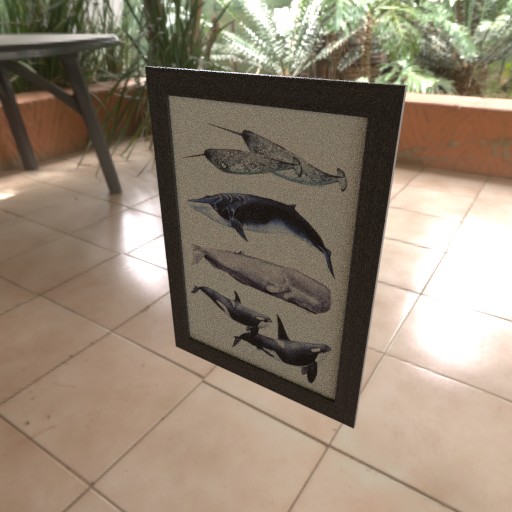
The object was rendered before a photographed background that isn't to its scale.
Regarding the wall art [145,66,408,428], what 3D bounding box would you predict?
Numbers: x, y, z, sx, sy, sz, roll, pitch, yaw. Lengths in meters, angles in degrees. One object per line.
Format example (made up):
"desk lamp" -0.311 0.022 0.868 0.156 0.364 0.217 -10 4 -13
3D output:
"wall art" 0.000 0.000 1.464 0.810 1.116 0.016 17 33 28
